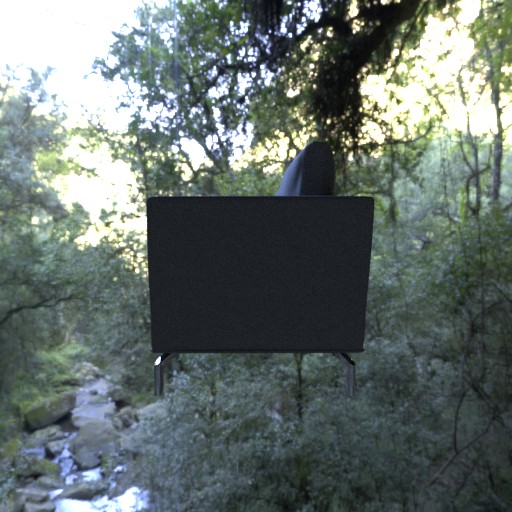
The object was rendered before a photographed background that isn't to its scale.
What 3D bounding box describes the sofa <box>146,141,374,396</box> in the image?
[{"bbox_3d":[0.000,0.000,2.725,0.869,1.002,2.212,0,1,0],"label":"sofa"}]
